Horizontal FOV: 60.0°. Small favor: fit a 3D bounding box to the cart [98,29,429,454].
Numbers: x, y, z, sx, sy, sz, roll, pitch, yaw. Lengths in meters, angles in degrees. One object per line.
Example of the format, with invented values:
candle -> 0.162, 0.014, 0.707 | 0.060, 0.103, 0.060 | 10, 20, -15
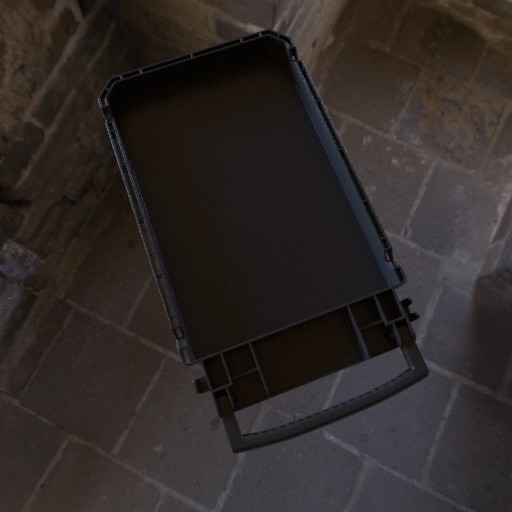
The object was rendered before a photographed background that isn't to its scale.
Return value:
cart -> 0.000, 0.000, 1.744 | 0.674, 0.884, 1.239 | -20, 75, -6
